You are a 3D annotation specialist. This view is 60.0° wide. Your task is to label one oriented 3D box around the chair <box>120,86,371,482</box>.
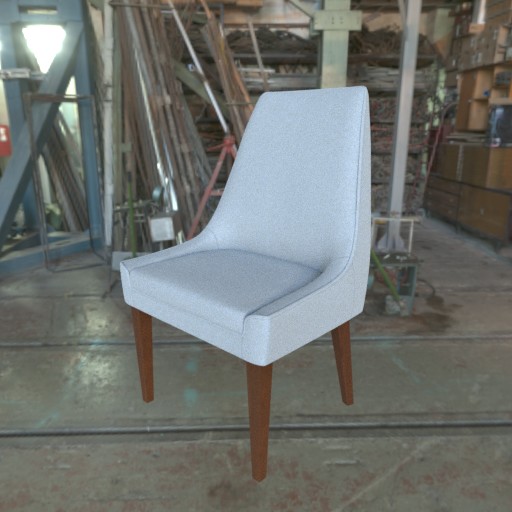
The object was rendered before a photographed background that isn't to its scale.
[{"bbox_3d":[0.000,0.000,1.182,0.529,0.861,0.544,14,22,41],"label":"chair"}]
